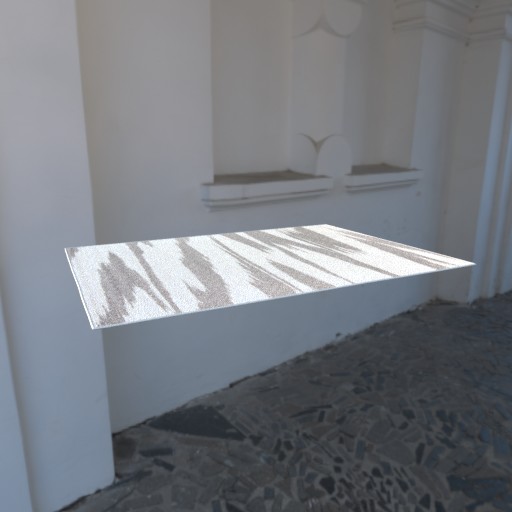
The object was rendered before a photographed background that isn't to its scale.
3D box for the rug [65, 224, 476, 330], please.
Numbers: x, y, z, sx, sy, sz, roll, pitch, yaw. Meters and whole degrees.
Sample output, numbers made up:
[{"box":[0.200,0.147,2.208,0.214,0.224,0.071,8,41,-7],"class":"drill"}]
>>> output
[{"box":[0.000,0.000,2.801,2.142,0.010,1.533,-7,15,-26],"class":"rug"}]
